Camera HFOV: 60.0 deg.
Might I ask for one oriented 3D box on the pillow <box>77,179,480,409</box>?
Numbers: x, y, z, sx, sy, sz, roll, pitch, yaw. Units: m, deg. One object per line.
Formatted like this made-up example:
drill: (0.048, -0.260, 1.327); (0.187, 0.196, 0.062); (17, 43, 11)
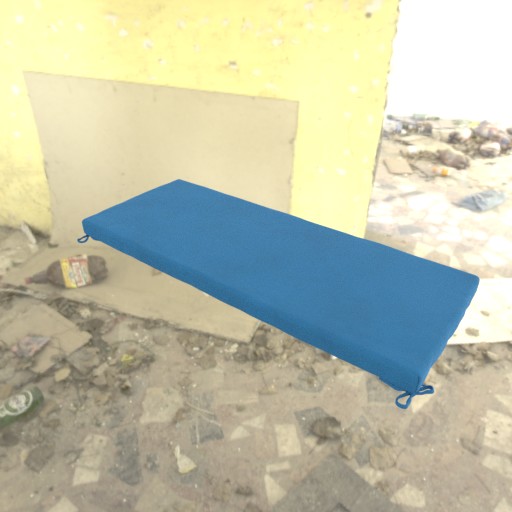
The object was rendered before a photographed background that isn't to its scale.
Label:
pillow: (0.000, 0.000, 1.325); (1.187, 0.081, 0.492); (22, 38, 31)
